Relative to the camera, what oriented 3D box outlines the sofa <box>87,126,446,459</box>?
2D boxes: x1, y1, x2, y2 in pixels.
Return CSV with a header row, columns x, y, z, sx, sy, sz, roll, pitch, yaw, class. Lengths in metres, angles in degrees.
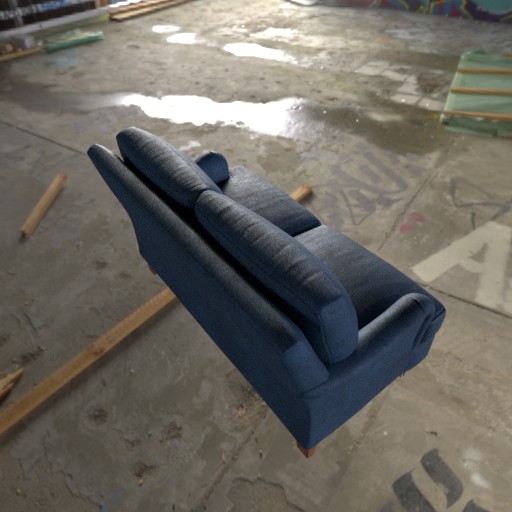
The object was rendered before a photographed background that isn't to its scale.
x,y,z,sx,sy,sz,roll,pitch,yaw,class
0.000,0.000,2.493,1.084,1.101,1.853,-26,47,-27,sofa
